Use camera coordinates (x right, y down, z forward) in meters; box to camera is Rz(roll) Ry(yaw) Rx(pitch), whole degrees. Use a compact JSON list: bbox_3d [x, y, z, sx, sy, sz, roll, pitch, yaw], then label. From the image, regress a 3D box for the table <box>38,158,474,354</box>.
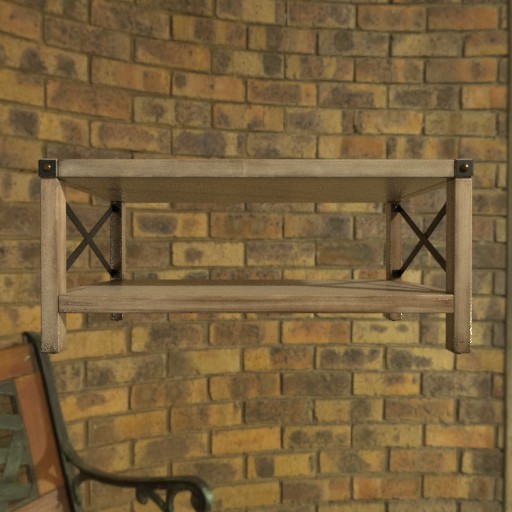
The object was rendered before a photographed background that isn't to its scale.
[{"bbox_3d":[0.000,0.000,1.292,1.016,0.456,0.559,0,1,0],"label":"table"}]
